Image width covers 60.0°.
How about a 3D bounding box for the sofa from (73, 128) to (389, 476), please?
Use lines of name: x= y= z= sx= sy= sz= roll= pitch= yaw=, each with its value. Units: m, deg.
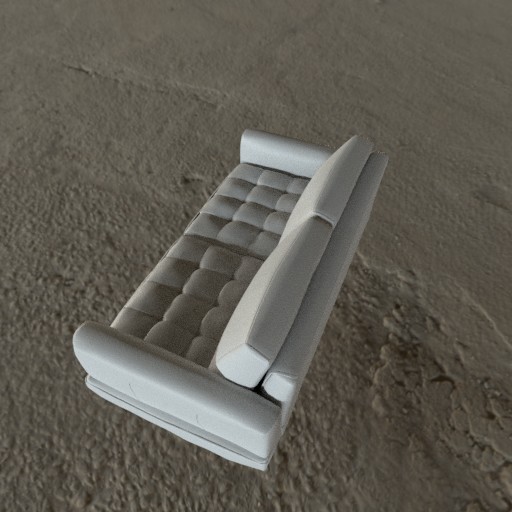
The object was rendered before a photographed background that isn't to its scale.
sofa: x=0.000 y=0.000 z=2.737 sx=1.121 sy=0.930 sz=2.177 roll=18 pitch=50 yaw=16
